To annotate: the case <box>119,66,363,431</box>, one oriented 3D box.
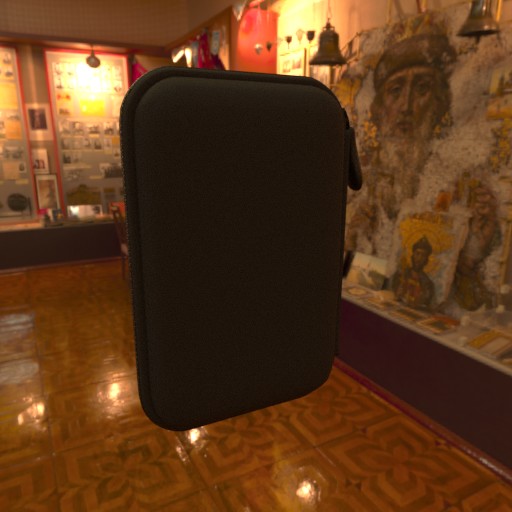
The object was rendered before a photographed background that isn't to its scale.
[{"bbox_3d":[0.000,0.000,0.191,0.107,0.147,0.030,-7,16,-26],"label":"case"}]
